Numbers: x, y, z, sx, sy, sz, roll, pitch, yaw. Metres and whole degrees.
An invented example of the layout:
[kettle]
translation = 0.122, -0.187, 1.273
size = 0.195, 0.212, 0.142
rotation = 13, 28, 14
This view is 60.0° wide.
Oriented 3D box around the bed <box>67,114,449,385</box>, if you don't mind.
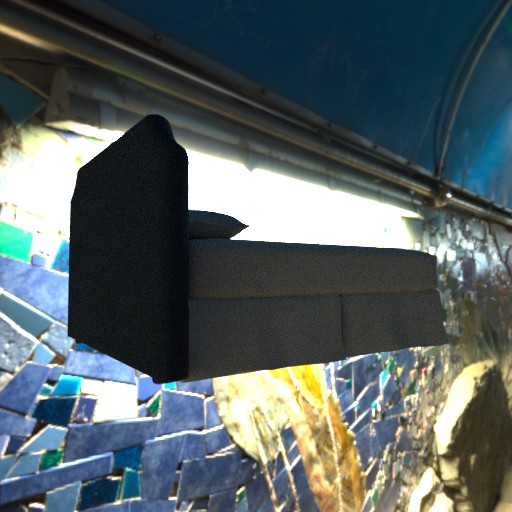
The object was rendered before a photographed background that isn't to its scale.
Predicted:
[bed]
translation = 0.000, 0.000, 3.311
size = 2.260, 1.297, 1.831
rotation = 2, -3, -35
